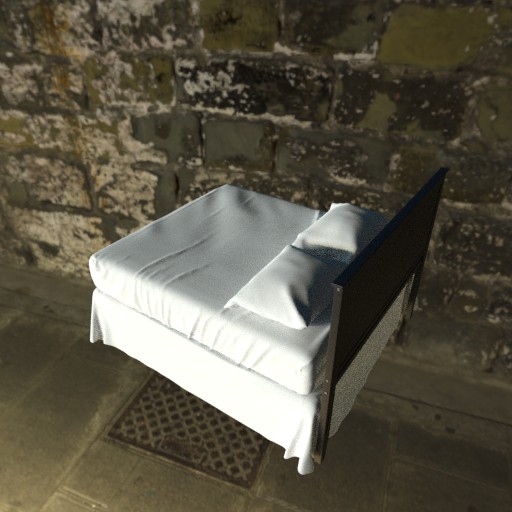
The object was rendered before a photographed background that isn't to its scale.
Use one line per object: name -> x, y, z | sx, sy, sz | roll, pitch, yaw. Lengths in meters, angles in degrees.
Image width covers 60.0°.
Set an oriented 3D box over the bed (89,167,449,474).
bed -> 0.000, 0.000, 3.241 | 2.050, 1.270, 1.870 | 20, 37, 29
